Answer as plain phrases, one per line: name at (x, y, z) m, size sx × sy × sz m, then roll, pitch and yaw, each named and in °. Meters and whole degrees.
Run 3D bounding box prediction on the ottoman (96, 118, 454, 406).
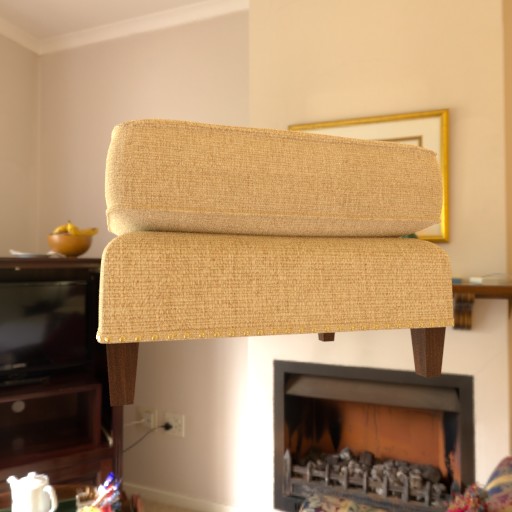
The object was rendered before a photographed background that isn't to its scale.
ottoman at (0.000, 0.000, 1.118) m, size 0.738 × 0.537 × 0.589 m, roll 1°, pitch -2°, yaw -18°
